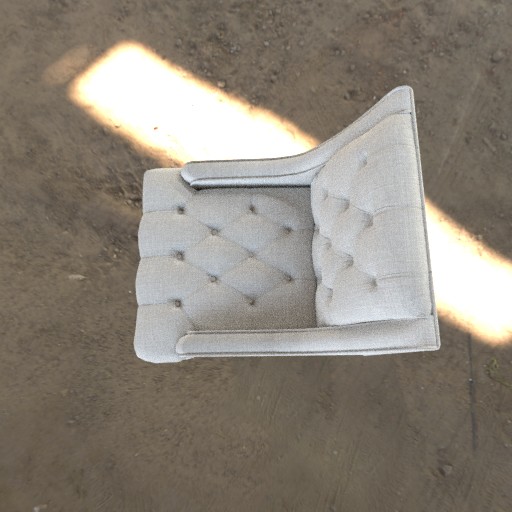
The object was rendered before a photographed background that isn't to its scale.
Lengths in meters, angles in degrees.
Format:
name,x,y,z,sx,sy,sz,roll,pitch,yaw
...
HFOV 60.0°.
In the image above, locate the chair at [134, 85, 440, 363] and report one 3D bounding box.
name,x,y,z,sx,sy,sz,roll,pitch,yaw
chair,0.000,0.000,1.417,0.772,0.891,0.658,-1,76,0
